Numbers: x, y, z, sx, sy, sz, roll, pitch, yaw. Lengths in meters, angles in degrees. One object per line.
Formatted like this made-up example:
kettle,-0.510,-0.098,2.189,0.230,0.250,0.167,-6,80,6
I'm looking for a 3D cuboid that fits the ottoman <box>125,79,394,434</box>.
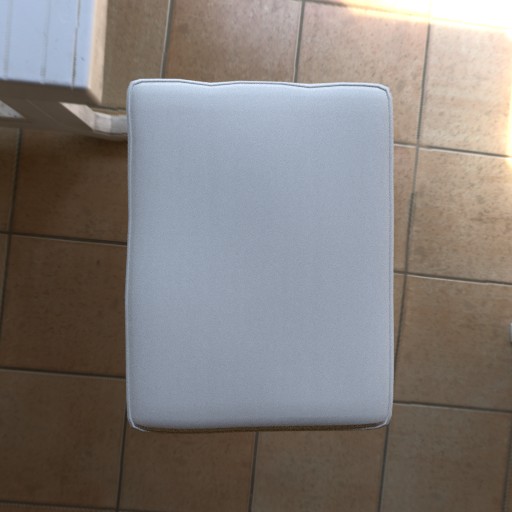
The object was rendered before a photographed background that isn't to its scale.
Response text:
ottoman,0.000,0.000,1.196,0.634,0.479,0.818,0,90,-3
